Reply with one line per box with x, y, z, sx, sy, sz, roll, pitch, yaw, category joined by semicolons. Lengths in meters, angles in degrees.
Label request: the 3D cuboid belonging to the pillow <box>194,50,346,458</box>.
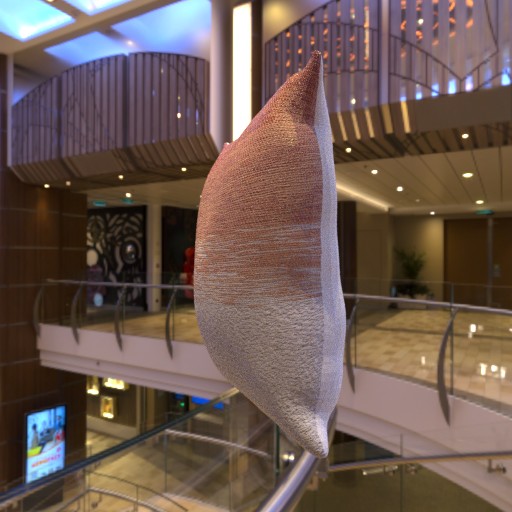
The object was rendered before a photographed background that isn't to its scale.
0.000;0.000;0.666;0.182;0.441;0.440;0;0;-17;pillow
